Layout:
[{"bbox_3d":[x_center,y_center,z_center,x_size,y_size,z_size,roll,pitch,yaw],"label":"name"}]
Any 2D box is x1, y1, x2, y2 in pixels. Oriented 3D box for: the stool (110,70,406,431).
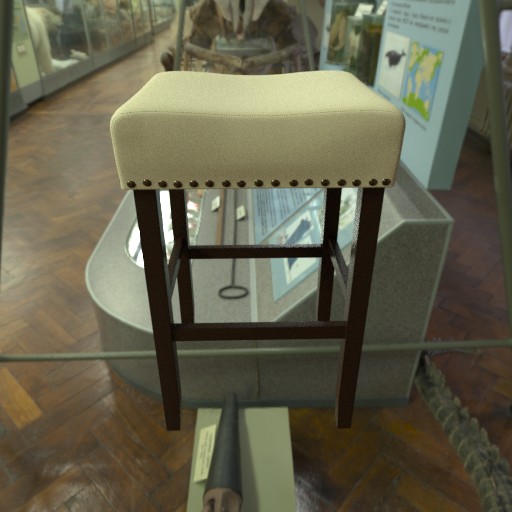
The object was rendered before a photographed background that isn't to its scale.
[{"bbox_3d":[0.000,0.000,1.040,0.471,0.762,0.401,-1,31,-1],"label":"stool"}]
